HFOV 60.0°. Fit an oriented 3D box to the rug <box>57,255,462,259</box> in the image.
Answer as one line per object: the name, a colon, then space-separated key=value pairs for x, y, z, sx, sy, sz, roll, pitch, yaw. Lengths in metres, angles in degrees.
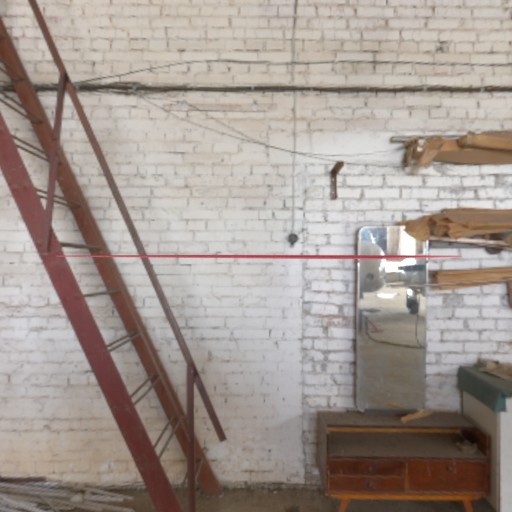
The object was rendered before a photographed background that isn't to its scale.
rug: x=0.000 y=0.000 z=2.377 sx=1.814 sy=0.008 sz=1.209 roll=0 pitch=0 yaw=35
